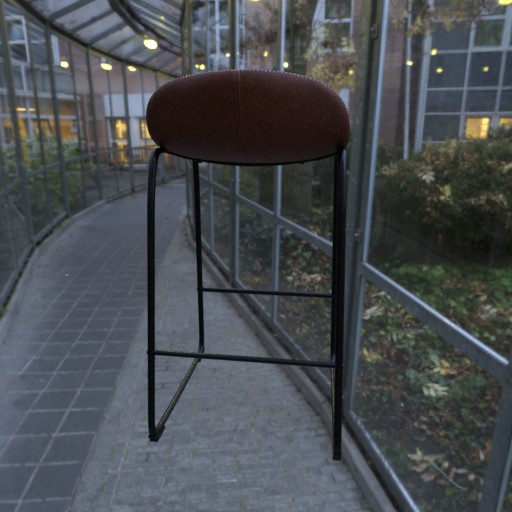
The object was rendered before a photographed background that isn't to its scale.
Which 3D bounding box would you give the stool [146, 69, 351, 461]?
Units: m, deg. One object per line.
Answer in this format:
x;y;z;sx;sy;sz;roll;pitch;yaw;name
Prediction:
0.000;0.000;1.132;0.454;0.830;0.473;2;16;8;stool
